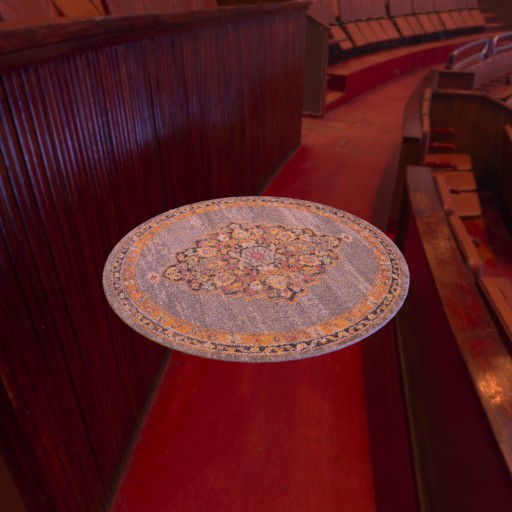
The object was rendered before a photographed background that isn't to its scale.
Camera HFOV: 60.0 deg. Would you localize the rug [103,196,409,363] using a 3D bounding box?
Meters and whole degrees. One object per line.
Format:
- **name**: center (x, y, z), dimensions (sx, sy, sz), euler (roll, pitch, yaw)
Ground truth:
- **rug**: center (0.000, 0.000, 3.589), dimensions (2.382, 0.014, 2.382), euler (0, 31, 0)
